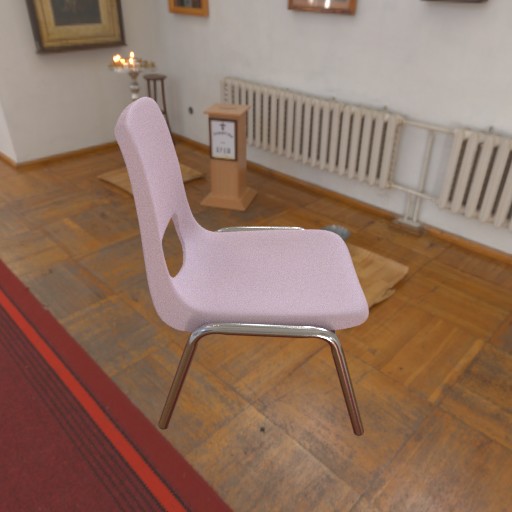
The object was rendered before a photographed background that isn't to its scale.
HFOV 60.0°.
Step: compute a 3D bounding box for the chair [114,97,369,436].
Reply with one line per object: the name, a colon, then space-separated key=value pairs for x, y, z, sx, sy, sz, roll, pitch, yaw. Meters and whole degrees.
chair: x=0.000 y=0.000 z=0.801 sx=0.385 sy=0.536 sz=0.354 roll=0 pitch=30 yaw=0
